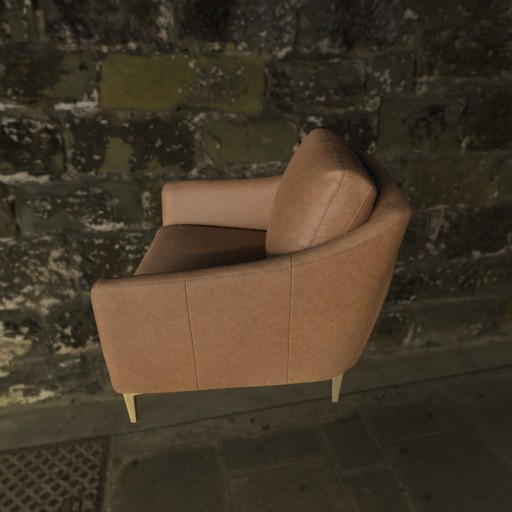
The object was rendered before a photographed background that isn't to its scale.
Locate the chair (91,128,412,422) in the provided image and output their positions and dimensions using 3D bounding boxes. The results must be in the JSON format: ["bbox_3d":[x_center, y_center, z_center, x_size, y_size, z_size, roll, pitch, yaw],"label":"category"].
[{"bbox_3d":[0.000,0.000,1.749,0.963,0.895,0.988,1,27,2],"label":"chair"}]
